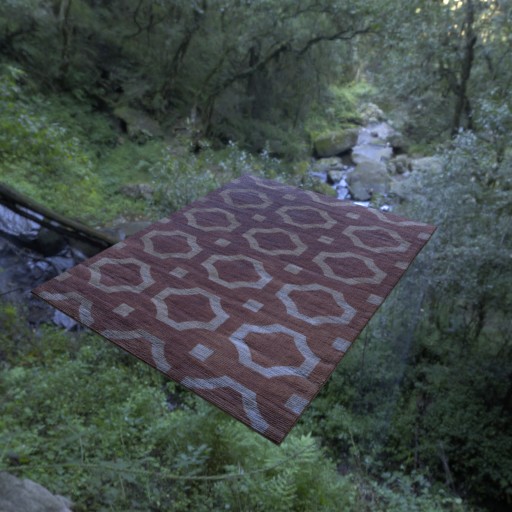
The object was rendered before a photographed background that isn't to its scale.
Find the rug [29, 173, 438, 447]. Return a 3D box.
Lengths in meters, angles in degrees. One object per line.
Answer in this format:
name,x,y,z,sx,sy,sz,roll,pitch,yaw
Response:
rug,0.000,0.000,4.132,2.466,0.021,3.049,21,39,29
